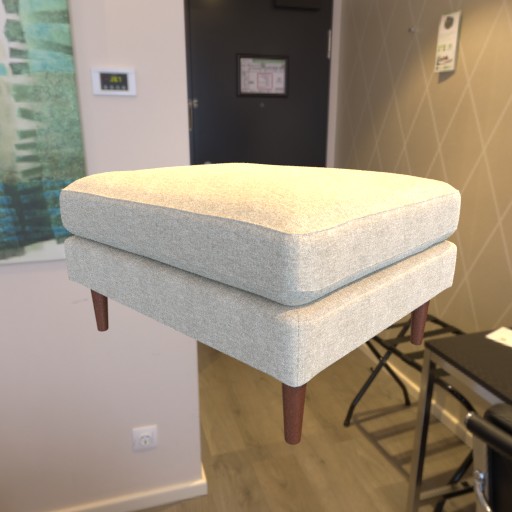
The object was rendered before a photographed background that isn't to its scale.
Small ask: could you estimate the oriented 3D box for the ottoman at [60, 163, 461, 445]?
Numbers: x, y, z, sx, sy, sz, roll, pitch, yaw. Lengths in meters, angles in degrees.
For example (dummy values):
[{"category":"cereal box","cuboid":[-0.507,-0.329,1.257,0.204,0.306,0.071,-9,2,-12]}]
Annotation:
[{"category":"ottoman","cuboid":[0.000,0.000,1.194,0.821,0.474,0.693,14,21,41]}]
